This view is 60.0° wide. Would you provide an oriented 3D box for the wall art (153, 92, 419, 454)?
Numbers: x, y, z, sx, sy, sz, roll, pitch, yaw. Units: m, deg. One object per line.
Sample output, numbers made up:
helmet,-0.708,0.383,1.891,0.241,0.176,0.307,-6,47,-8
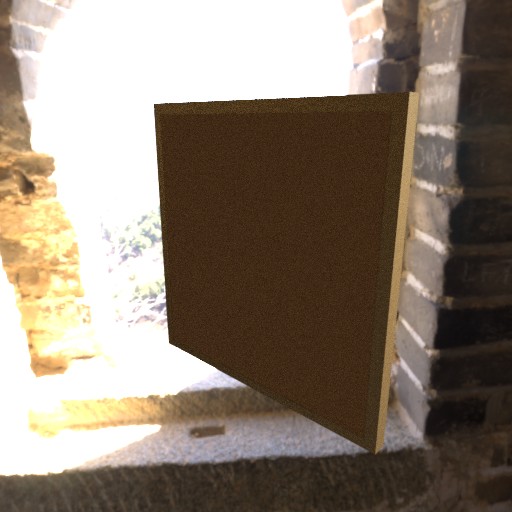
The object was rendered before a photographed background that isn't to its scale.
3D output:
wall art,0.000,0.000,2.884,1.926,1.926,0.099,15,23,40
